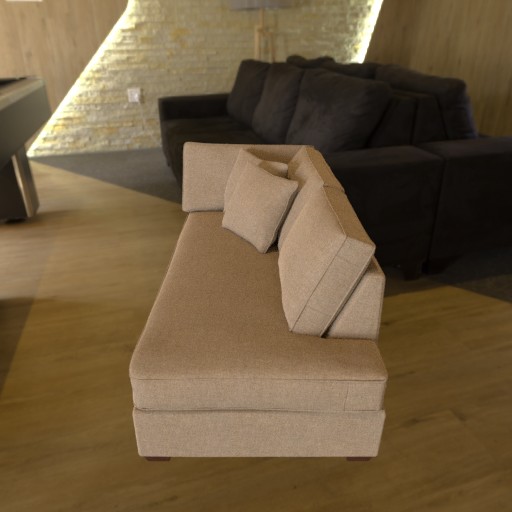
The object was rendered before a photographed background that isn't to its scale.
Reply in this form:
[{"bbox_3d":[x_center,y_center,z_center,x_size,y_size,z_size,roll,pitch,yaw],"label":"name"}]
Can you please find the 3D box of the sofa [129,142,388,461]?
[{"bbox_3d":[0.000,0.000,2.728,1.110,1.019,2.238,0,26,0],"label":"sofa"}]
